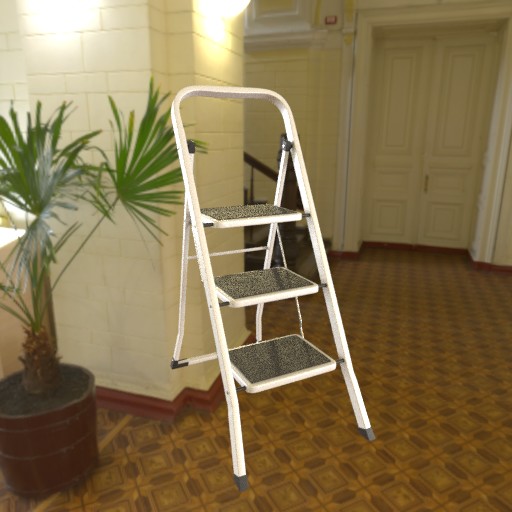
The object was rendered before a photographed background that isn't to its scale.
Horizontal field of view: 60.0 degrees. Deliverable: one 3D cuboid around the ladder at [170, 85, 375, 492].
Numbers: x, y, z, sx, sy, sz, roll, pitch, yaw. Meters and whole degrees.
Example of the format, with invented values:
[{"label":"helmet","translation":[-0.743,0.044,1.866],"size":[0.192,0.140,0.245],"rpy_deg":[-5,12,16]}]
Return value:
[{"label":"ladder","translation":[0.000,0.000,1.424],"size":[0.460,1.050,0.711],"rpy_deg":[-8,17,-26]}]
